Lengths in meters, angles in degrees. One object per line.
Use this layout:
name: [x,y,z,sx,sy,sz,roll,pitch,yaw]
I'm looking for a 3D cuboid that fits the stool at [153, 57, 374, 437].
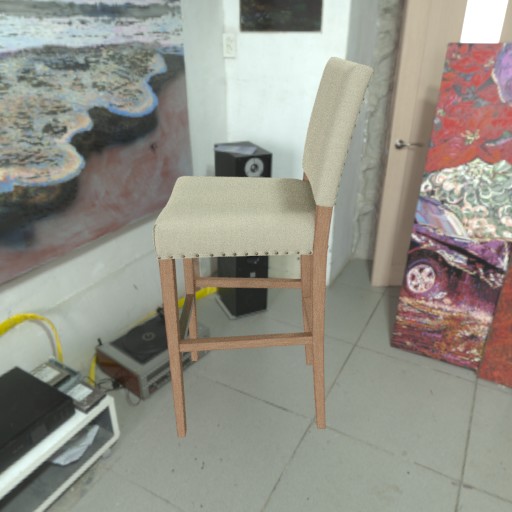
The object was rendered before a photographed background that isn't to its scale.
stool: [0.000,0.000,1.412,0.546,1.143,0.428,0,27,0]
